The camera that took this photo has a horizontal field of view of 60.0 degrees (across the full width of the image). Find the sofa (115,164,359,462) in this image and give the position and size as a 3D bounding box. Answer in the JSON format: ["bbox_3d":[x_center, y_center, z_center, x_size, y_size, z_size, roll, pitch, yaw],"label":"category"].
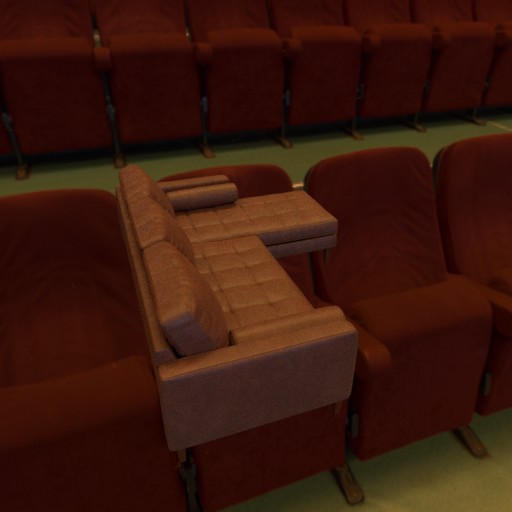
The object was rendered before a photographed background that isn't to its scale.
[{"bbox_3d":[0.000,0.000,2.962,1.613,0.841,2.185,-11,32,-17],"label":"sofa"}]
